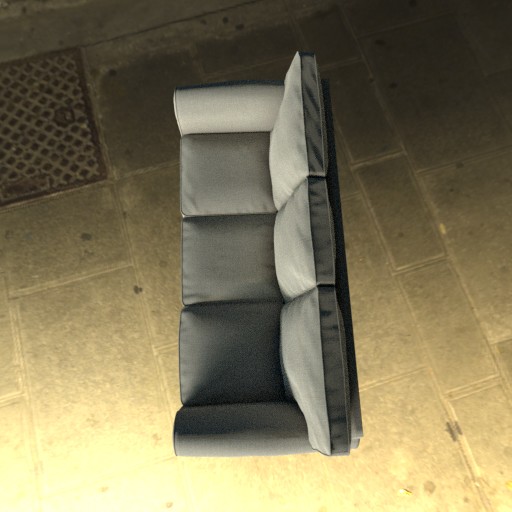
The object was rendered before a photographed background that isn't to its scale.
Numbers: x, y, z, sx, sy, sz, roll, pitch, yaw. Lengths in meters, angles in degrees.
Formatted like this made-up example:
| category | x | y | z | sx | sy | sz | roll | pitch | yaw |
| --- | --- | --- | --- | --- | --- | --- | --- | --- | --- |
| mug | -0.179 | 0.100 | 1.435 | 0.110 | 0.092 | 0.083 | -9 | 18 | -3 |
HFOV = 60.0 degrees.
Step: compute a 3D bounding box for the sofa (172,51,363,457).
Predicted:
| category | x | y | z | sx | sy | sz | roll | pitch | yaw |
| --- | --- | --- | --- | --- | --- | --- | --- | --- | --- |
| sofa | 0.000 | 0.000 | 2.554 | 0.916 | 0.961 | 2.084 | -2 | 75 | -1 |
